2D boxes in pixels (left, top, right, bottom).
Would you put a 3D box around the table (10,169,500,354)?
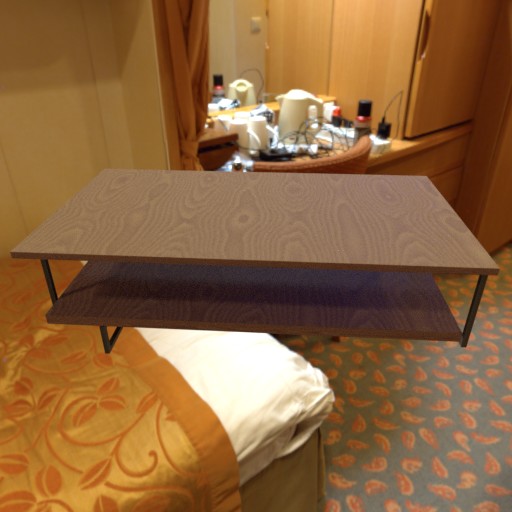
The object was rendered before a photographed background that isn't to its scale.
[{"bbox_3d":[0.000,0.000,1.446,1.197,0.347,0.651,2,30,3],"label":"table"}]
